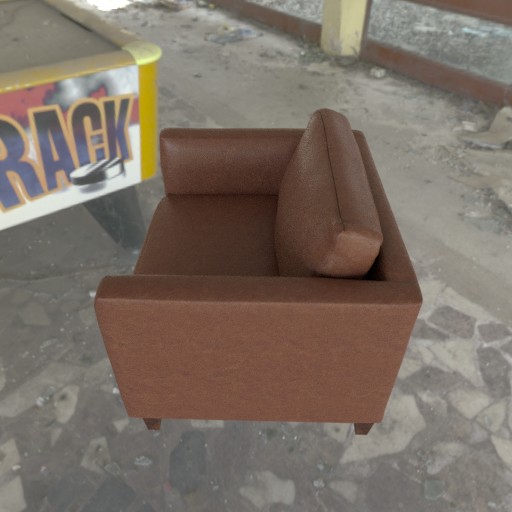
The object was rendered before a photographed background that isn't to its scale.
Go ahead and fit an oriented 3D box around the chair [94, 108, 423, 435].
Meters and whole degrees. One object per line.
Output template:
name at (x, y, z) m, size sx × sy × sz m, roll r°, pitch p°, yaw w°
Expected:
chair at (0.000, 0.000, 1.793) m, size 0.959 × 0.917 × 1.107 m, roll 1°, pitch 40°, yaw 1°
